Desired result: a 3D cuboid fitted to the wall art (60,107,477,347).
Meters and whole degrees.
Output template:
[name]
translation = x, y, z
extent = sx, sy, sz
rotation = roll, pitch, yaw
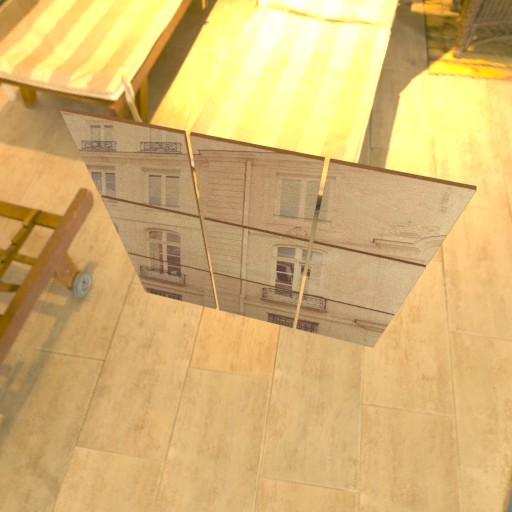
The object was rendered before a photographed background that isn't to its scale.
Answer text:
[wall art]
translation = 0.000, 0.000, 1.338
extent = 0.915, 0.913, 0.018
rotation = 13, 59, 8
